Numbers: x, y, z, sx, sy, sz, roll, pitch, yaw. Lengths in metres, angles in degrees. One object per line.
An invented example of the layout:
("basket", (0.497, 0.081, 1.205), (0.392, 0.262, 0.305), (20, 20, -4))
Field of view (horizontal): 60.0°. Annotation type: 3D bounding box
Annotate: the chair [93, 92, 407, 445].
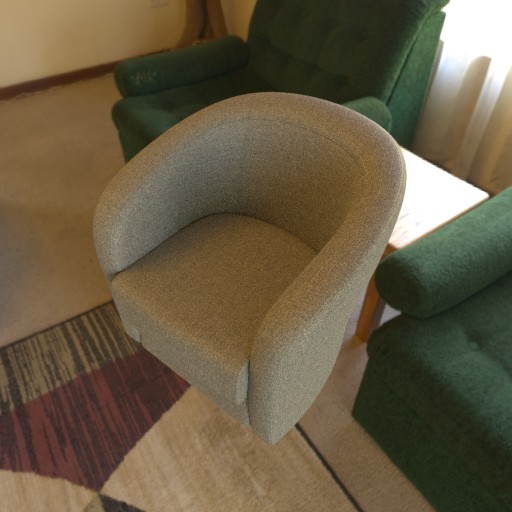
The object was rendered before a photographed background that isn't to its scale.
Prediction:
("chair", (0.000, 0.000, 1.449), (0.791, 0.771, 0.815), (29, 51, 26))
